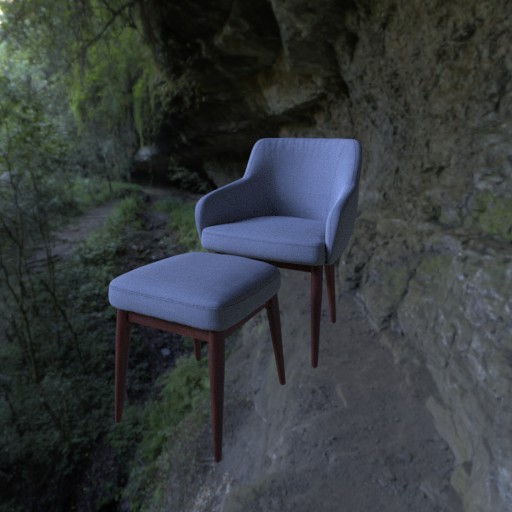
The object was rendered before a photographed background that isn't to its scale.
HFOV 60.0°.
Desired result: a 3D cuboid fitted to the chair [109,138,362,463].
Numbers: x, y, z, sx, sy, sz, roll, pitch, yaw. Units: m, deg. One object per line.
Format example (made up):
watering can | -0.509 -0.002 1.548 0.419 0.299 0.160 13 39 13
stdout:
chair | 0.000 0.000 1.591 0.584 0.799 1.107 8 18 27
